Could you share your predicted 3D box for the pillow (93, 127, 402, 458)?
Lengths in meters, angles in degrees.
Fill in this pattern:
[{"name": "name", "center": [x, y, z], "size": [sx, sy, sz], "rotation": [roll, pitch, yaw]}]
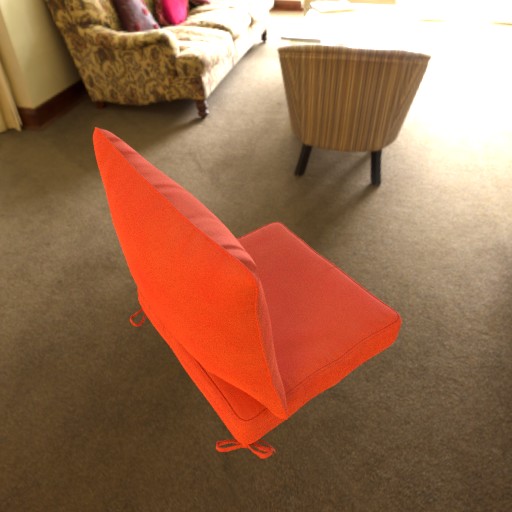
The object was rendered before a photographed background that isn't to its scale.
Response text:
[{"name": "pillow", "center": [0.000, 0.000, 1.363], "size": [0.733, 0.725, 0.798], "rotation": [-25, 47, -27]}]
